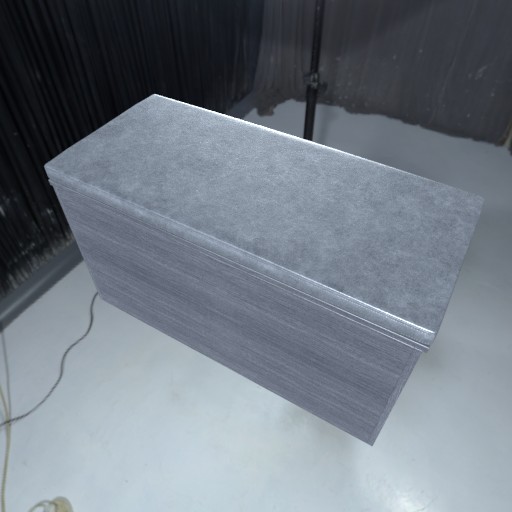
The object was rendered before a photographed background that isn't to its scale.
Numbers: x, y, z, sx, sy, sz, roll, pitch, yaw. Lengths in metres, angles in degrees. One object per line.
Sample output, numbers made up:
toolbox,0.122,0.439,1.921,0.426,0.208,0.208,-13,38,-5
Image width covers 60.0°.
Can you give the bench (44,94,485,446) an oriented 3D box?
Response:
bench,0.000,0.000,1.159,0.905,0.501,0.401,23,51,20
